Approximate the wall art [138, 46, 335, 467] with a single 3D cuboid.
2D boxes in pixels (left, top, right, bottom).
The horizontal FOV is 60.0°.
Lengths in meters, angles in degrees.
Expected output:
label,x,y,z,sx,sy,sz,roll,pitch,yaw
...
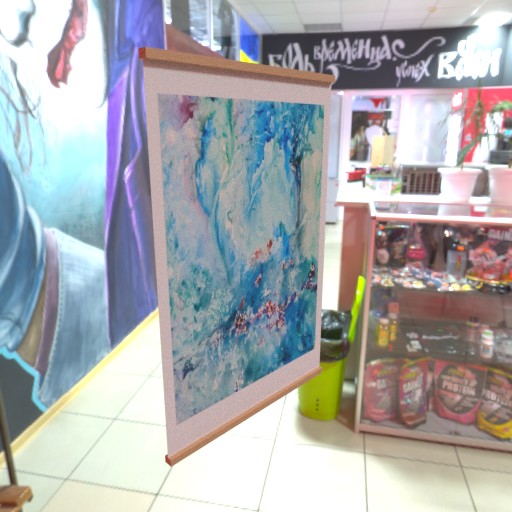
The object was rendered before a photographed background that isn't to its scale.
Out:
label,x,y,z,sx,sy,sz,roll,pitch,yaw
wall art,0.000,0.000,1.888,0.040,1.510,0.991,15,21,42
